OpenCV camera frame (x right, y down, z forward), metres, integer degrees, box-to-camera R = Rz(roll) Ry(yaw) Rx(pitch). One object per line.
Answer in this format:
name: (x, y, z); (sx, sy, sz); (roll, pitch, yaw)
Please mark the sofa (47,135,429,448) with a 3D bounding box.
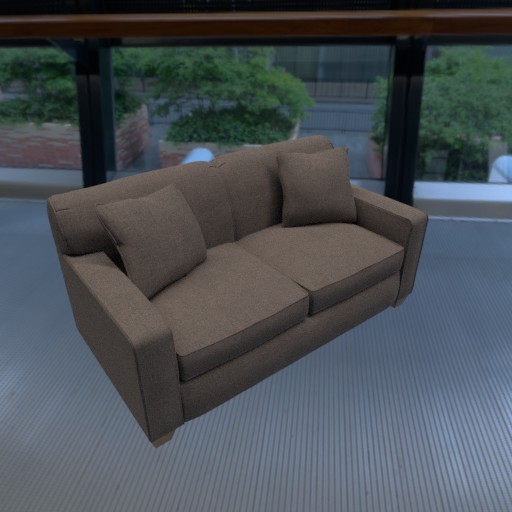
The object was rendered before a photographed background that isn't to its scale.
sofa: (0.000, 0.000, 2.483); (1.846, 0.958, 1.000); (-21, 36, -32)
